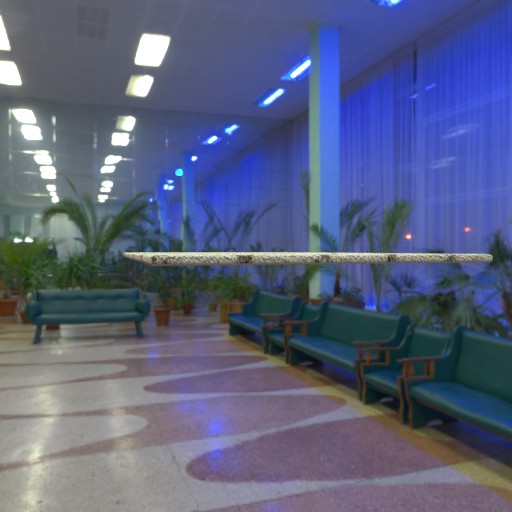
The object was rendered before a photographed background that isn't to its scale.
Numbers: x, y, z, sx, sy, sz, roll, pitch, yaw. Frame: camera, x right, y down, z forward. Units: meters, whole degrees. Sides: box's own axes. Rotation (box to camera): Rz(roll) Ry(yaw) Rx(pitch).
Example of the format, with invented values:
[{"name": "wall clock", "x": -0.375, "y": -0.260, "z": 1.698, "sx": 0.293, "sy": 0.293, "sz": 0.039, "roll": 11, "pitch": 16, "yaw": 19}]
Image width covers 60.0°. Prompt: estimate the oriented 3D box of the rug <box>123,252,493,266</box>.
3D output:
[{"name": "rug", "x": 0.000, "y": 0.000, "z": 2.248, "sx": 1.219, "sy": 0.030, "sz": 1.778, "roll": 0, "pitch": 1, "yaw": -19}]
